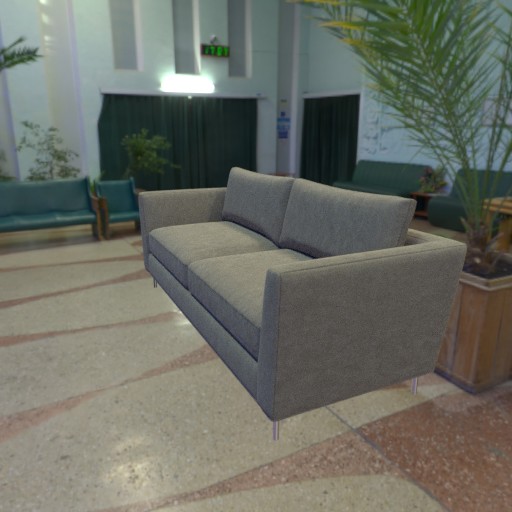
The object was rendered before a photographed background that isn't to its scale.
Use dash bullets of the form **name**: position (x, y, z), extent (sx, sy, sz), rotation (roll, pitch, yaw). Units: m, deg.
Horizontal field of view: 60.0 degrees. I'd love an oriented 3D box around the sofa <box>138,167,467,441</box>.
- **sofa**: position (0.000, 0.000, 2.544), extent (0.889, 0.864, 2.121), rotation (-8, 17, -25)
